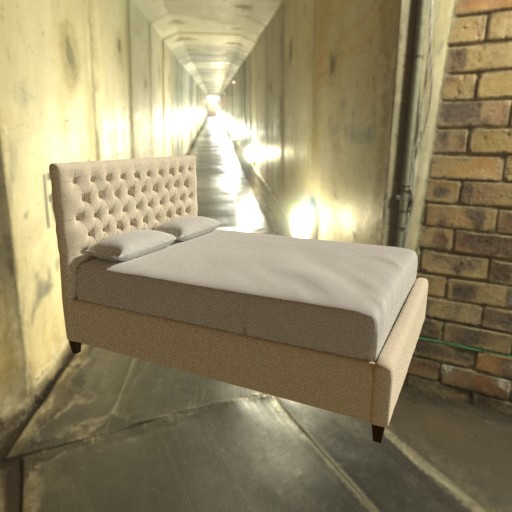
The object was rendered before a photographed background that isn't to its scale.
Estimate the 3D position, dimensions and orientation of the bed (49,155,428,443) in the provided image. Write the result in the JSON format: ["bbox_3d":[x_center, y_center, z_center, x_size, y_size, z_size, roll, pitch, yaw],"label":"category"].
[{"bbox_3d":[0.000,0.000,3.409,2.387,1.427,1.698,7,17,26],"label":"bed"}]
